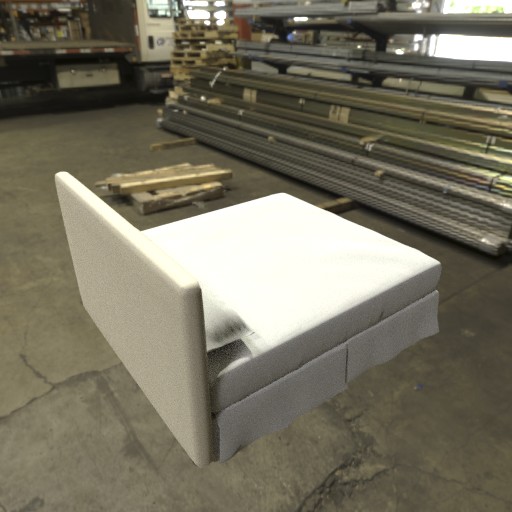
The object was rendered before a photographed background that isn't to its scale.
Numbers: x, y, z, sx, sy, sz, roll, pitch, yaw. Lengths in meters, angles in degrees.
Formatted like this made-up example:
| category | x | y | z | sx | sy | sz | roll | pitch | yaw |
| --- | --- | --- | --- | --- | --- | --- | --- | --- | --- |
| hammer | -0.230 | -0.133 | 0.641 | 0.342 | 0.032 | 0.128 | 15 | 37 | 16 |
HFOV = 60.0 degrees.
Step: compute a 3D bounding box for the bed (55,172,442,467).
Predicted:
| category | x | y | z | sx | sy | sz | roll | pitch | yaw |
| --- | --- | --- | --- | --- | --- | --- | --- | --- | --- |
| bed | 0.000 | 0.000 | 3.554 | 2.341 | 1.317 | 2.119 | -20 | 34 | -32 |
